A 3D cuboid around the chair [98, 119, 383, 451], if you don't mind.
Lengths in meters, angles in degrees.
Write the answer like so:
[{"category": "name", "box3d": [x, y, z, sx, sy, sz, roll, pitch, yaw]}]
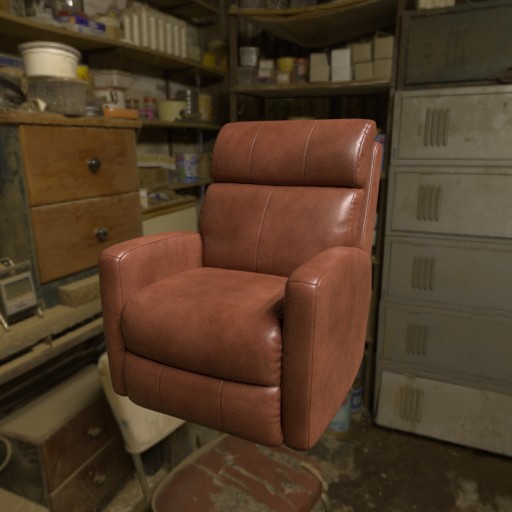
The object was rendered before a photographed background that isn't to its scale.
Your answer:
[{"category": "chair", "box3d": [0.000, 0.000, 1.673, 0.787, 1.016, 0.939, 7, 15, 25]}]
